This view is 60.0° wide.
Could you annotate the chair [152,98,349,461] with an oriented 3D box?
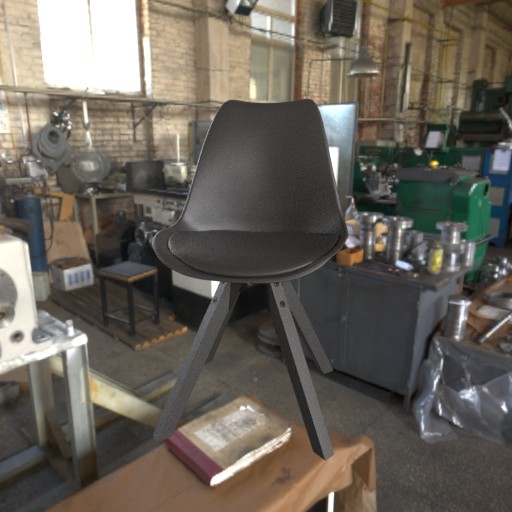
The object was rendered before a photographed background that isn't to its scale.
[{"bbox_3d":[0.000,0.000,1.204,0.485,0.850,0.550,2,15,9],"label":"chair"}]
